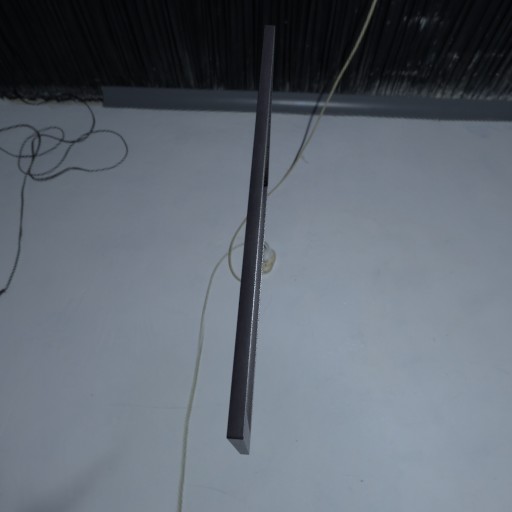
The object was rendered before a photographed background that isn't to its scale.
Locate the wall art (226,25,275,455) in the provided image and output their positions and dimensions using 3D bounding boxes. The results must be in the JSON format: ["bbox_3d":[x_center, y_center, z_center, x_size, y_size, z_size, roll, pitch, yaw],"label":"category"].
[{"bbox_3d":[0.000,0.000,0.549,0.013,0.306,0.440,4,64,2],"label":"wall art"}]
